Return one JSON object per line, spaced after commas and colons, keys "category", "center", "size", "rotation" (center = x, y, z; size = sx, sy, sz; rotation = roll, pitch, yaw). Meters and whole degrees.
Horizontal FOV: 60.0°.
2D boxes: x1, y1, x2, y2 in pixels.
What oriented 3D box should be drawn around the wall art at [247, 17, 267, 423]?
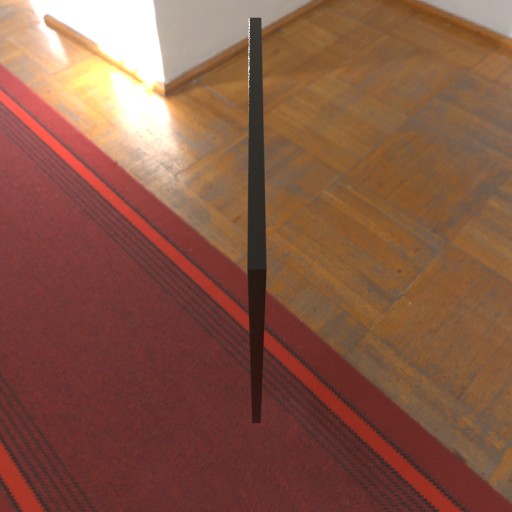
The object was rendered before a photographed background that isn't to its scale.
{"category": "wall art", "center": [0.000, 0.000, 0.553], "size": [0.013, 0.432, 0.304], "rotation": [0, 57, 0]}
